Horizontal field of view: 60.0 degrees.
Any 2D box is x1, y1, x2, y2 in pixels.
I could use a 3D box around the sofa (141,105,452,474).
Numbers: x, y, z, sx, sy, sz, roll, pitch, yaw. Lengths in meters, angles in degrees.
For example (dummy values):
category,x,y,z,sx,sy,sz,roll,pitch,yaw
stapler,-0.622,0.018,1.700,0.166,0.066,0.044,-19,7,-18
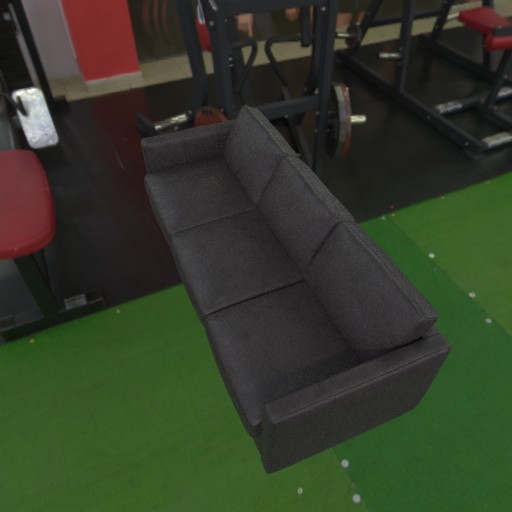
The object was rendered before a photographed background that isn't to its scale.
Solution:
category,x,y,z,sx,sy,sz,roll,pitch,yaw
sofa,0.000,0.000,2.991,1.045,1.006,2.464,-17,48,-16
